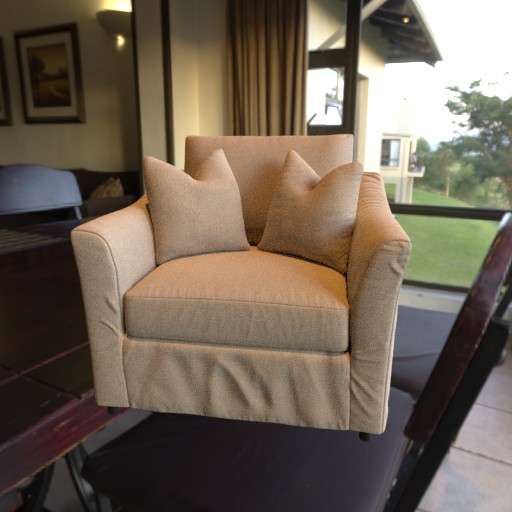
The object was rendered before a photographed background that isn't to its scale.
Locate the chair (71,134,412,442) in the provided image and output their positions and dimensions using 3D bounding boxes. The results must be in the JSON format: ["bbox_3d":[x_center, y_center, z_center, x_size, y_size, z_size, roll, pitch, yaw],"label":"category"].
[{"bbox_3d":[0.000,0.000,2.035,1.194,1.093,1.071,2,14,10],"label":"chair"}]
